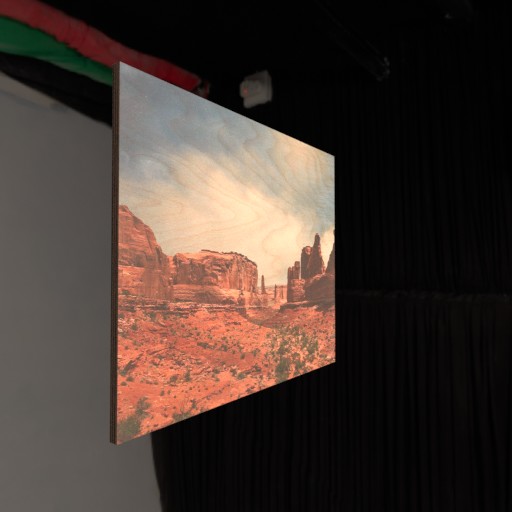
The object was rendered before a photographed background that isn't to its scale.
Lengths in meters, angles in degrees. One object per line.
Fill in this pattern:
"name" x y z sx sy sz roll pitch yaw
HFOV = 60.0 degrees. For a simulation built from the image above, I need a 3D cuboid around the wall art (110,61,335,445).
"wall art" 0.000 0.000 0.677 0.013 0.406 0.508 -1 -2 36
